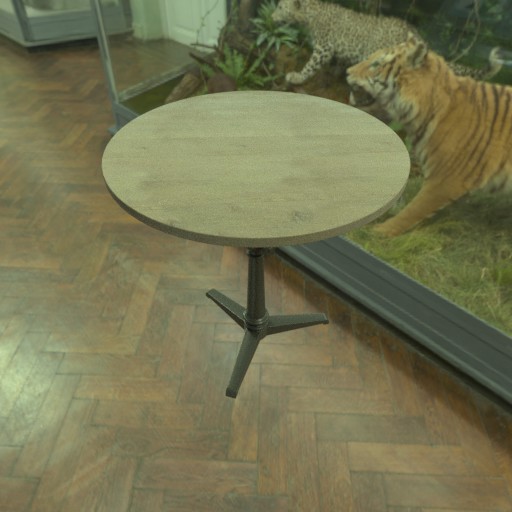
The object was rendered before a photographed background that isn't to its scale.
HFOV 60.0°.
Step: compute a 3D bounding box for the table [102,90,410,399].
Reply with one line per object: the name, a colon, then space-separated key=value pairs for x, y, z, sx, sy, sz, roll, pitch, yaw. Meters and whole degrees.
table: x=0.000 y=0.000 z=1.440 sx=0.800 sy=0.780 sz=0.800 roll=0 pitch=41 yaw=0
